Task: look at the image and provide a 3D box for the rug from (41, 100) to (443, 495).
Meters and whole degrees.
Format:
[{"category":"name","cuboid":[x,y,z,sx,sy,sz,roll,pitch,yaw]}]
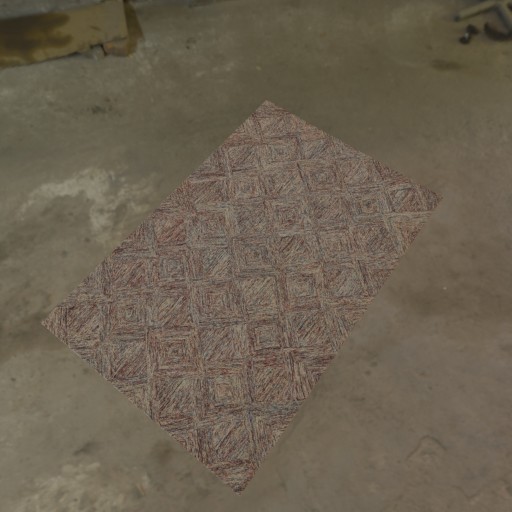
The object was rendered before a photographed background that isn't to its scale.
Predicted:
[{"category":"rug","cuboid":[0.000,0.000,2.873,1.523,0.019,2.285,34,68,16]}]
